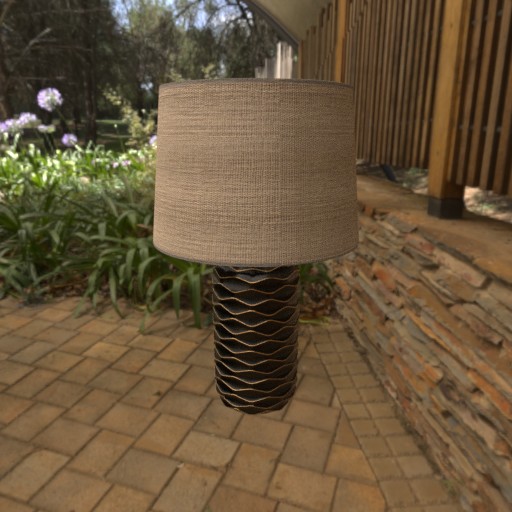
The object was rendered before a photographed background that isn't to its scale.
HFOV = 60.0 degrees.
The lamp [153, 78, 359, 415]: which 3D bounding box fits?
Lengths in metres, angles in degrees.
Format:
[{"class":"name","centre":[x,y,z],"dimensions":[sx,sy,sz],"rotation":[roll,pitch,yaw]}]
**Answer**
[{"class":"lamp","centre":[0.000,0.000,0.838],"dimensions":[0.376,0.594,0.376],"rotation":[0,16,0]}]
